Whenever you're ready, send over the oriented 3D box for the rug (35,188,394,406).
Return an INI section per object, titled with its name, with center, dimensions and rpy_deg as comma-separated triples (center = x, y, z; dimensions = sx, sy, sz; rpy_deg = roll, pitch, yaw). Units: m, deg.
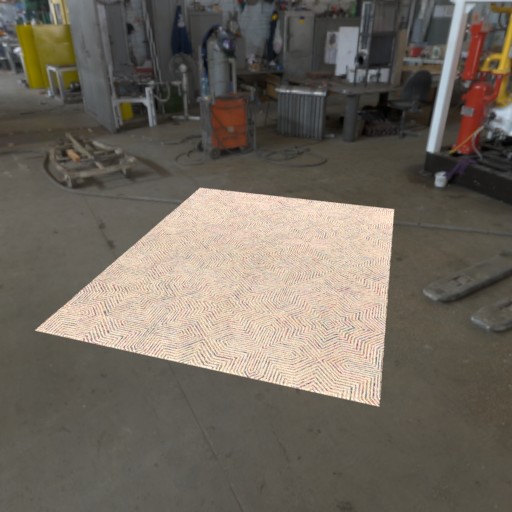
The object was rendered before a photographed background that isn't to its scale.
[rug]
center = 0.000, 0.000, 4.189
dimensions = 2.442, 0.008, 3.046
rpy_deg = 8, 30, 15
